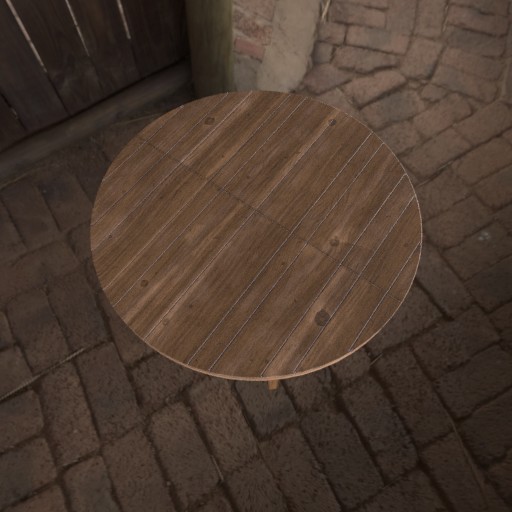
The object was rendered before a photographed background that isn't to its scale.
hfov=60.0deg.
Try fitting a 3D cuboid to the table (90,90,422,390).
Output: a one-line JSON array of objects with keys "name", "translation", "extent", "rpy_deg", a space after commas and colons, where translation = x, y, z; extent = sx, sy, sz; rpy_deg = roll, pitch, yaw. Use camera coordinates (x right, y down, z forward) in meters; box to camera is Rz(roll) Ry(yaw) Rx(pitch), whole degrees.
[{"name": "table", "translation": [0.000, 0.000, 1.984], "extent": [1.213, 0.764, 1.213], "rpy_deg": [0, 64, 0]}]
